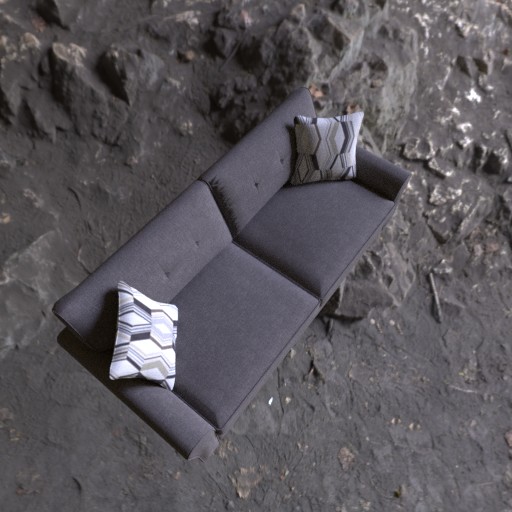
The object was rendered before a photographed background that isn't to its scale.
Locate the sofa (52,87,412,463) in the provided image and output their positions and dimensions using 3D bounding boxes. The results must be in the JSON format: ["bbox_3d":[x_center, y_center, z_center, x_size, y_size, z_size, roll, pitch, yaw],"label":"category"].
[{"bbox_3d":[0.000,0.000,2.491,0.889,0.813,2.032,33,64,19],"label":"sofa"}]
